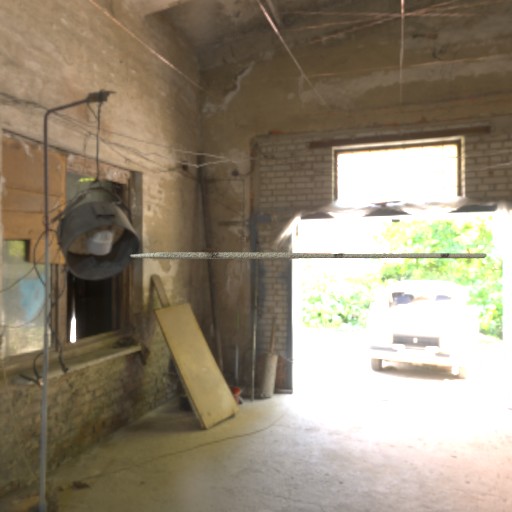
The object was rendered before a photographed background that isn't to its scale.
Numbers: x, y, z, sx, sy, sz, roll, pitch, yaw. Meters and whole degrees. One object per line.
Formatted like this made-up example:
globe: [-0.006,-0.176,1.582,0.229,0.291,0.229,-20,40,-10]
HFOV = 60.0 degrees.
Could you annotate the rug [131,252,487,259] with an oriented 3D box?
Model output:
rug: [0.000,0.000,2.927,1.501,0.024,2.348,0,0,-18]
